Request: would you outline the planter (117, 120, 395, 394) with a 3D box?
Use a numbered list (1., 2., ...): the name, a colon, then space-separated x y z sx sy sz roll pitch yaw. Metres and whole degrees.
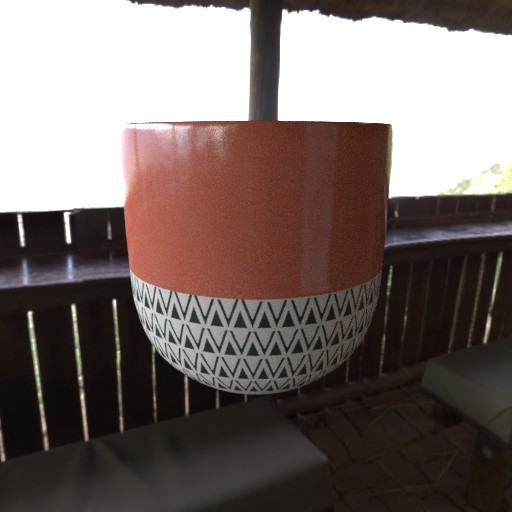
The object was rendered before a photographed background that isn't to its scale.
1. planter: 0.000 0.000 0.476 0.266 0.270 0.266 0 15 0
